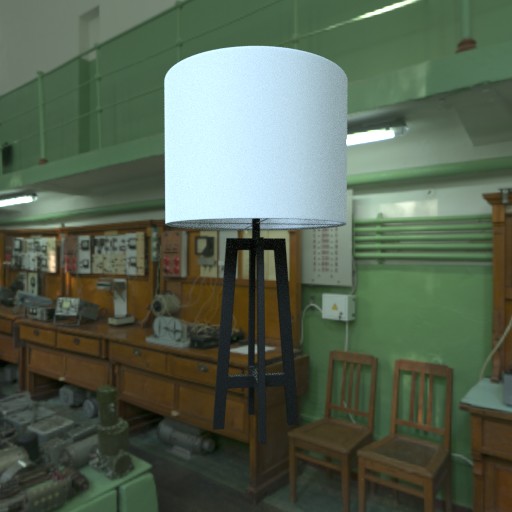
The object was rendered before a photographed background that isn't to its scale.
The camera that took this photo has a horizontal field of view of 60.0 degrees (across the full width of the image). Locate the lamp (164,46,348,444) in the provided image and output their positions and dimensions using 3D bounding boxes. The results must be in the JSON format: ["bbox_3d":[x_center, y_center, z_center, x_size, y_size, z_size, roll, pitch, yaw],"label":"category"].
[{"bbox_3d":[0.000,0.000,0.637,0.257,0.489,0.257,0,0,36],"label":"lamp"}]
